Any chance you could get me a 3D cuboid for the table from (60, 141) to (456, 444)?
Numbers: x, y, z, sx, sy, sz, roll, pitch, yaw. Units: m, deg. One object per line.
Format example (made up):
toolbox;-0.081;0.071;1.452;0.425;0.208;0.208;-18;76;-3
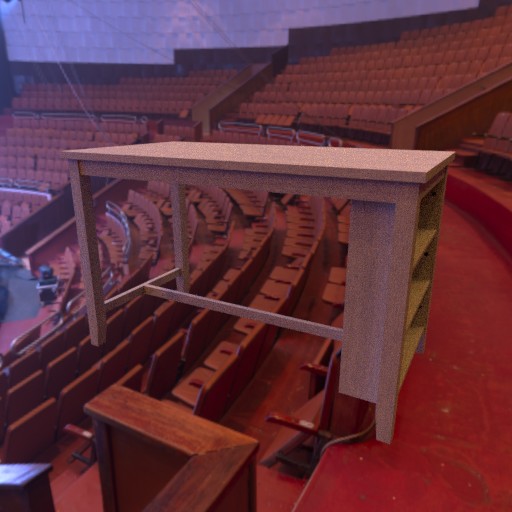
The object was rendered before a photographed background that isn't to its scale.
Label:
table;0.000;0.000;1.897;1.397;0.874;0.729;9;20;27
